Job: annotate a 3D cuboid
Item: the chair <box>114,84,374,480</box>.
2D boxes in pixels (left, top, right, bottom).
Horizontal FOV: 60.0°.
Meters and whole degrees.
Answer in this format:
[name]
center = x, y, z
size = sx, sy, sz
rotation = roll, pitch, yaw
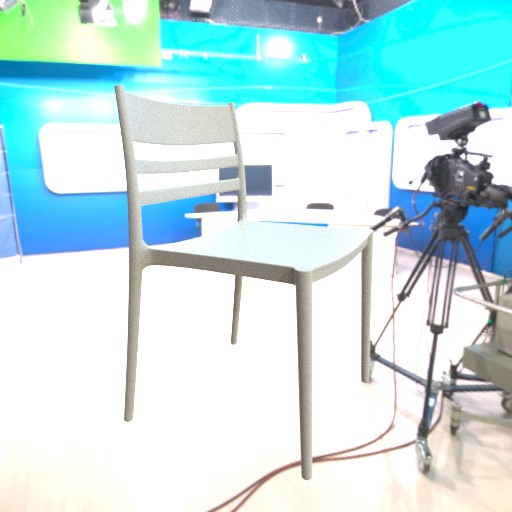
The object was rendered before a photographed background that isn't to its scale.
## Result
[chair]
center = 0.000, 0.000, 1.136
size = 0.511, 0.800, 0.531
rotation = 8, 16, 28
